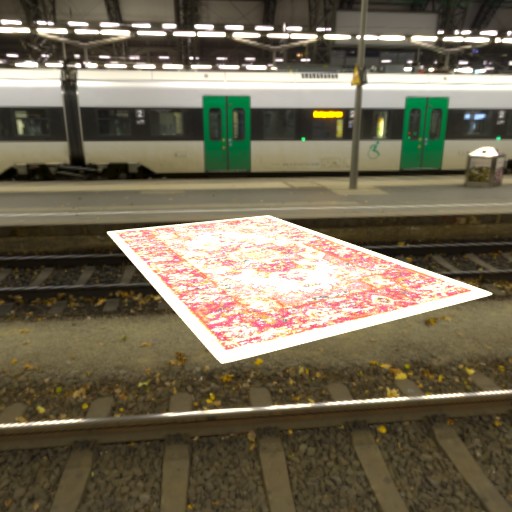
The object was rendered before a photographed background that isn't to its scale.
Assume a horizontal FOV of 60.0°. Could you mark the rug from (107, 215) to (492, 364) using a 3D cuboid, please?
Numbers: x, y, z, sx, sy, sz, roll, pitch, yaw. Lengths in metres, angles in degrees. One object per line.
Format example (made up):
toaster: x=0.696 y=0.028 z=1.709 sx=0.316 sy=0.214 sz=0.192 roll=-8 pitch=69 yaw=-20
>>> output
rug: x=0.000 y=0.000 z=1.079 sx=0.556 sy=0.004 sz=0.868 roll=-8 pitch=18 yaw=-26
